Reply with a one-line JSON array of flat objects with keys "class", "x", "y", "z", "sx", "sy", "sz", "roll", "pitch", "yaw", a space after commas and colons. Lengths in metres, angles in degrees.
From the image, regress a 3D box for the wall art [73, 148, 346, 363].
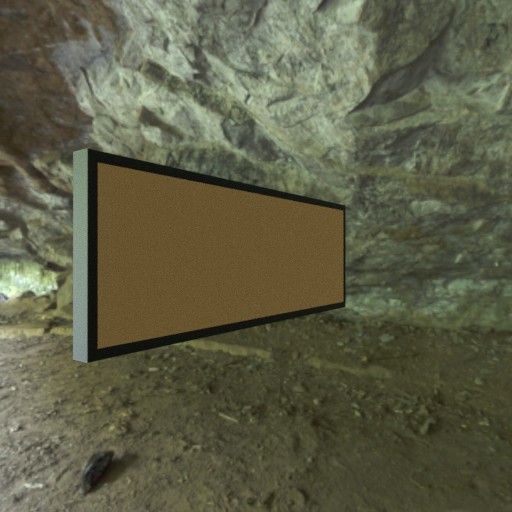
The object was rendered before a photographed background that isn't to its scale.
[{"class": "wall art", "x": 0.000, "y": 0.000, "z": 0.984, "sx": 0.037, "sy": 0.303, "sz": 0.860, "roll": 0, "pitch": 0, "yaw": 36}]
